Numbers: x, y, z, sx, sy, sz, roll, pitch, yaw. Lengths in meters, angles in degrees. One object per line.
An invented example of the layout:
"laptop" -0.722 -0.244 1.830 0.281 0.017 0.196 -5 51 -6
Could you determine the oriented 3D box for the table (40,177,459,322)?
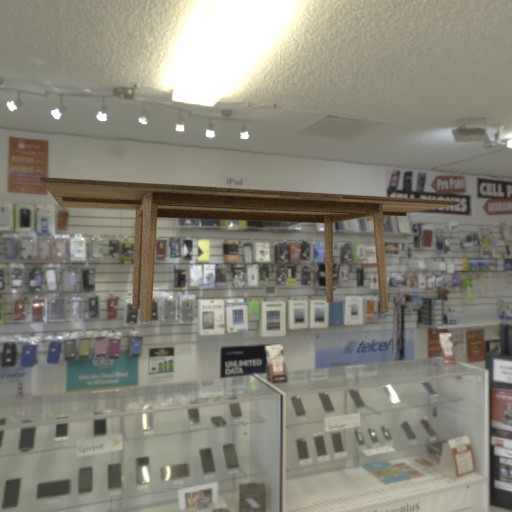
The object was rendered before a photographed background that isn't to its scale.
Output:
"table" 0.000 0.000 3.088 2.603 0.752 1.000 0 -1 -19
